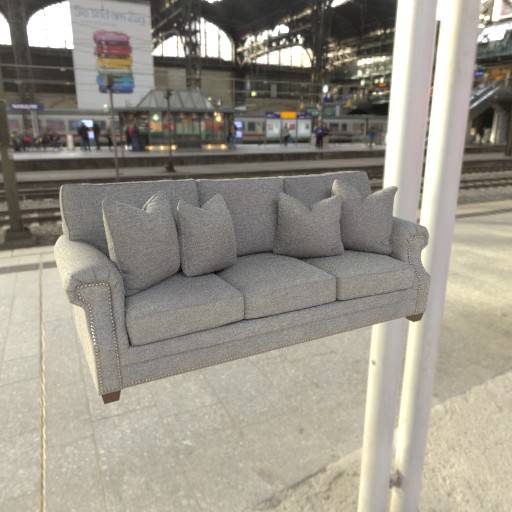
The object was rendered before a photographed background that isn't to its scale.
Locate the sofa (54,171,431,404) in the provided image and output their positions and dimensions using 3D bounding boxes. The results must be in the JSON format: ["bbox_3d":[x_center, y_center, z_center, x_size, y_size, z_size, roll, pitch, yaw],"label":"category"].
[{"bbox_3d":[0.000,0.000,2.825,2.312,0.975,0.965,-8,18,-27],"label":"sofa"}]
